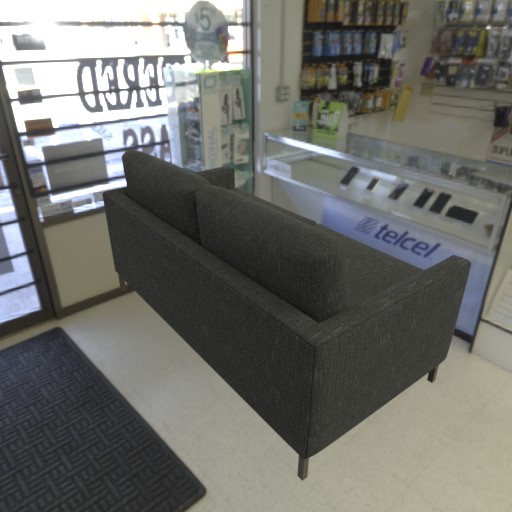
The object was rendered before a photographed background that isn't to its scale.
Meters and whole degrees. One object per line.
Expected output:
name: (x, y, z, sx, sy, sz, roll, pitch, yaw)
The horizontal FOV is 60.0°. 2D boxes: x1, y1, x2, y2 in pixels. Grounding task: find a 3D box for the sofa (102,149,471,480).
sofa: (0.000, 0.000, 2.173, 0.866, 0.862, 1.716, -19, 33, -33)
